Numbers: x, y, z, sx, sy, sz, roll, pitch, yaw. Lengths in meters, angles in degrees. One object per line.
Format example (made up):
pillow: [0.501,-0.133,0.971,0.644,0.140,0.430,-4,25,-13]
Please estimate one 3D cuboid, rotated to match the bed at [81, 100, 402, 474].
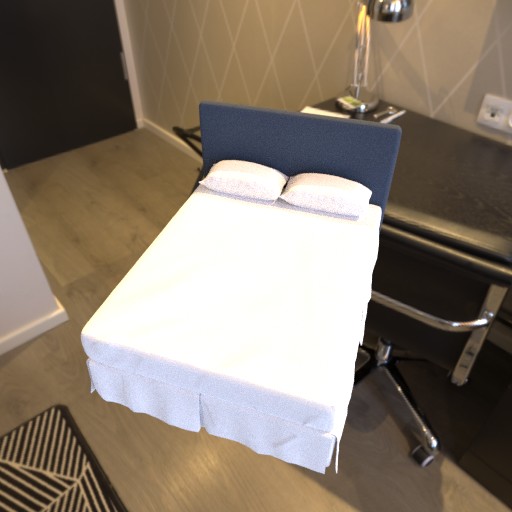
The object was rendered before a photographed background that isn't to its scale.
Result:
bed: [0.000,0.000,3.186,1.713,1.330,2.162,12,42,14]
